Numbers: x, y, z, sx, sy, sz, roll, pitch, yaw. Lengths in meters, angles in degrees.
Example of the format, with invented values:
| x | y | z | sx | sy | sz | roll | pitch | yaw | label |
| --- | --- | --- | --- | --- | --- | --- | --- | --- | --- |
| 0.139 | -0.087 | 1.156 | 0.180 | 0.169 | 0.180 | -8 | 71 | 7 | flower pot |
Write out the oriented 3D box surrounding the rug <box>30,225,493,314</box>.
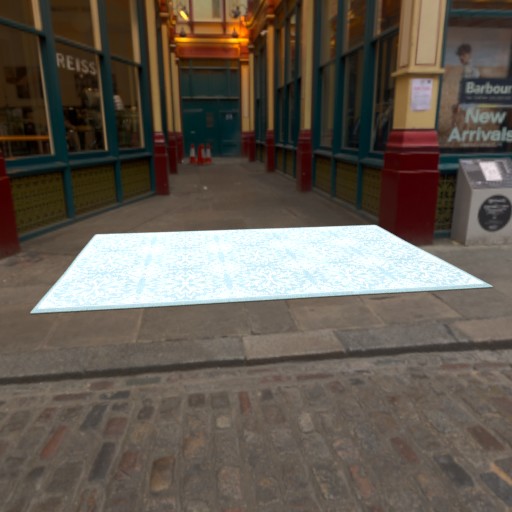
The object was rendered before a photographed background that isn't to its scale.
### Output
| x | y | z | sx | sy | sz | roll | pitch | yaw | label |
| --- | --- | --- | --- | --- | --- | --- | --- | --- | --- |
| 0.000 | 0.000 | 2.311 | 1.840 | 0.012 | 1.219 | -2 | 17 | -8 | rug |
